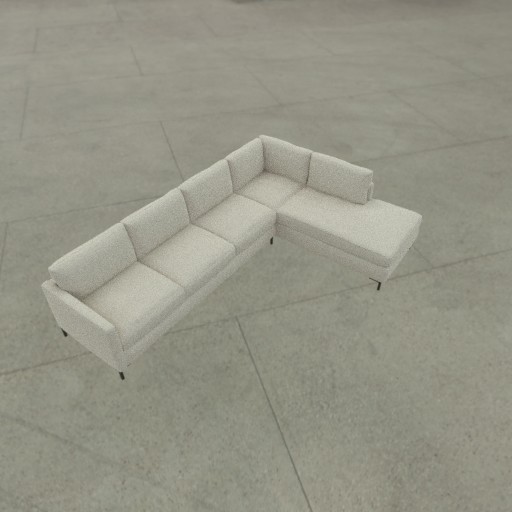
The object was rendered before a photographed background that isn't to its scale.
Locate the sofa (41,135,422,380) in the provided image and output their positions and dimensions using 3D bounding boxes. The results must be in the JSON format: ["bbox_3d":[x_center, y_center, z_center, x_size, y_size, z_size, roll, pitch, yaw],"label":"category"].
[{"bbox_3d":[0.000,0.000,3.964,2.007,0.815,2.949,26,47,27],"label":"sofa"}]
